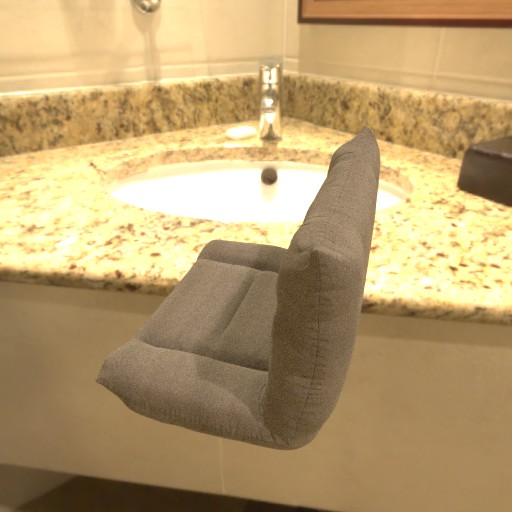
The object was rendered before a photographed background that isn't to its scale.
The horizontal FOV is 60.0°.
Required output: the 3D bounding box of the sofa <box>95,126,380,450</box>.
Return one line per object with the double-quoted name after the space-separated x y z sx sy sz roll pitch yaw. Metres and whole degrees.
0.000 0.000 1.724 0.847 0.795 1.144 8 30 14 "sofa"
